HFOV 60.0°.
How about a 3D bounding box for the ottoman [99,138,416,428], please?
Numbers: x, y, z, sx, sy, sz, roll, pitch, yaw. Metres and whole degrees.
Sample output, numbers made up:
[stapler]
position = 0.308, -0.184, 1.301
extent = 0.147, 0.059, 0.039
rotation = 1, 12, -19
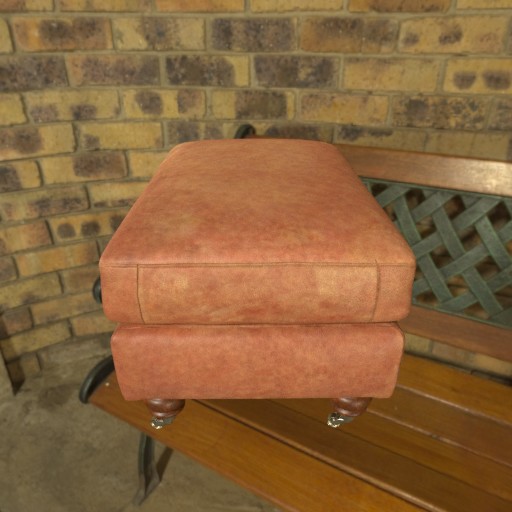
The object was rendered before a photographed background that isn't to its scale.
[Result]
[ottoman]
position = 0.000, 0.000, 1.173
extent = 0.565, 0.507, 0.852
rotation = 0, 27, -1
